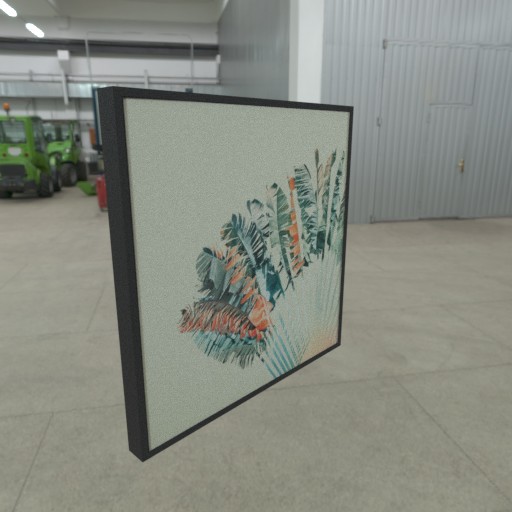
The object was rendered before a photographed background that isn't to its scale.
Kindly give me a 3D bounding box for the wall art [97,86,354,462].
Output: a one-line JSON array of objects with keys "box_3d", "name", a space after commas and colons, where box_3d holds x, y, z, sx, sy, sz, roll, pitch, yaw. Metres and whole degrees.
[{"box_3d": [0.000, 0.000, 0.759, 0.037, 0.507, 0.509, 14, 21, 42], "name": "wall art"}]
